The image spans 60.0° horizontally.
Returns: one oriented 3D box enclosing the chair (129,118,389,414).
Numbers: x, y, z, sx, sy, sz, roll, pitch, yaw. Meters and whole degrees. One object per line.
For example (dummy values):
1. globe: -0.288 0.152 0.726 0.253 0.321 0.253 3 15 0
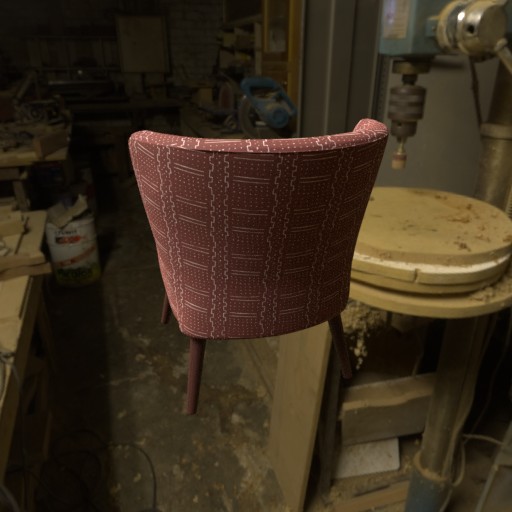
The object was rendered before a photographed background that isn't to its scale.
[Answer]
1. chair: 0.000 0.000 1.424 0.706 0.866 0.758 -8 27 -16
